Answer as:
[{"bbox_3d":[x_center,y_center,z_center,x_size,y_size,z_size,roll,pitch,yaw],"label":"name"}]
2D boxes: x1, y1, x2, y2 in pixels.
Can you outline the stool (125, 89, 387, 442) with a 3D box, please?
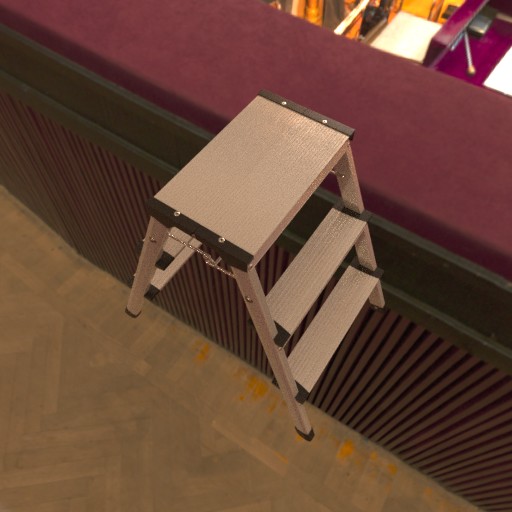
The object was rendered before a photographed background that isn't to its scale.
[{"bbox_3d":[0.000,0.000,1.020,0.622,0.605,0.437,30,63,17],"label":"stool"}]
